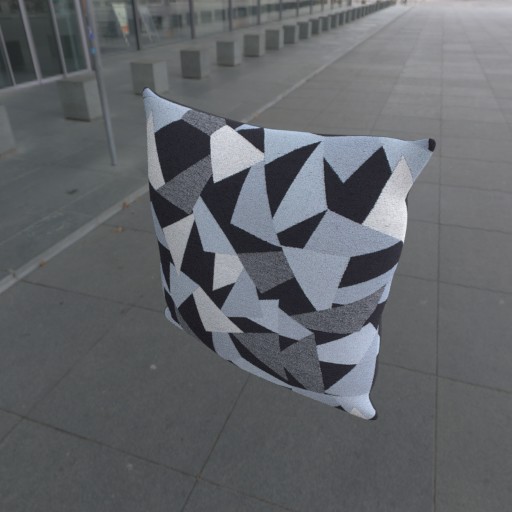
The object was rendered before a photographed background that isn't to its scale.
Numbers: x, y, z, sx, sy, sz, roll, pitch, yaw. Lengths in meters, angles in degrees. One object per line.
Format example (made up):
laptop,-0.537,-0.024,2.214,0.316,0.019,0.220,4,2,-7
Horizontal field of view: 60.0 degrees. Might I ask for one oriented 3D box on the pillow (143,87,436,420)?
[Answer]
pillow,0.000,0.000,0.755,0.503,0.496,0.208,20,36,29
